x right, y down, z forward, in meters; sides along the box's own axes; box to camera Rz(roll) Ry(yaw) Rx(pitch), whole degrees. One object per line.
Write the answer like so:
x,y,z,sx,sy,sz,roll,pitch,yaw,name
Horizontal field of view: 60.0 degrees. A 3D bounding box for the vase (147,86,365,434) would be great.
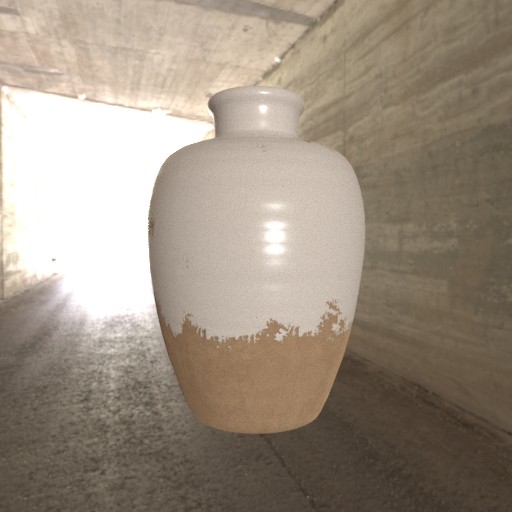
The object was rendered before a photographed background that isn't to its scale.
0.000,0.000,0.331,0.158,0.228,0.158,0,2,0,vase
